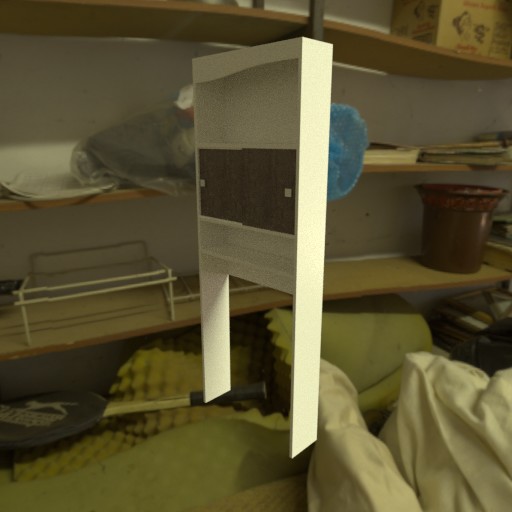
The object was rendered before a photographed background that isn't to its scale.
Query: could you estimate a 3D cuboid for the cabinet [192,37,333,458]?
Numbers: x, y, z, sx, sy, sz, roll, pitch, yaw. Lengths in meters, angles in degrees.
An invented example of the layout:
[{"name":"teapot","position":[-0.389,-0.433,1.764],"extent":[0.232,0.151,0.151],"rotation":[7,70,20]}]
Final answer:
[{"name":"cabinet","position":[0.000,0.000,2.087],"extent":[0.643,1.770,0.192],"rotation":[14,21,43]}]
